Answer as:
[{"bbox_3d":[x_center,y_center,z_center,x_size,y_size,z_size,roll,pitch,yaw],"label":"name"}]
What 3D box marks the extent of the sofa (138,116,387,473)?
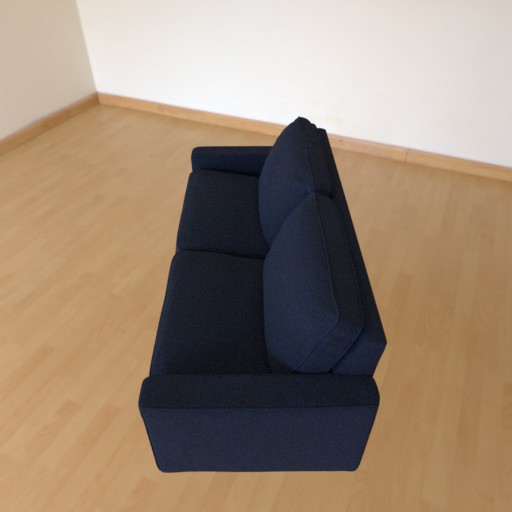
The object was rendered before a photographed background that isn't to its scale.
[{"bbox_3d":[0.000,0.000,2.491,0.940,0.919,2.080,0,41,0],"label":"sofa"}]
